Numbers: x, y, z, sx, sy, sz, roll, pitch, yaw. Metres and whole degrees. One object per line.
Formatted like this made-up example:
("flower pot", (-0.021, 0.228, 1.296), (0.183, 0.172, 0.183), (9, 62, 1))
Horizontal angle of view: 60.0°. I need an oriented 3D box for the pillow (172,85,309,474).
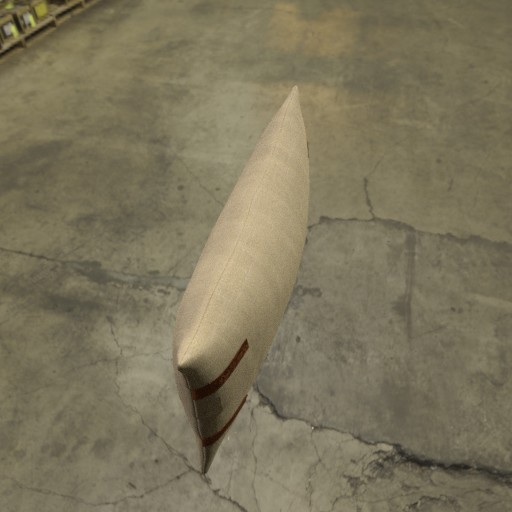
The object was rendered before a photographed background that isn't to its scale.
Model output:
("pillow", (0.000, 0.000, 0.740), (0.148, 0.308, 0.612), (11, 48, 10))
